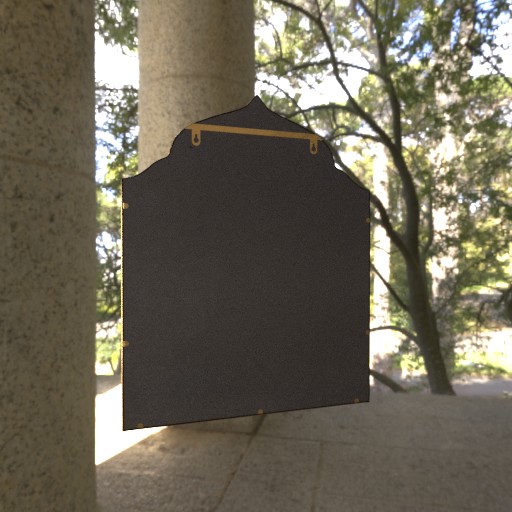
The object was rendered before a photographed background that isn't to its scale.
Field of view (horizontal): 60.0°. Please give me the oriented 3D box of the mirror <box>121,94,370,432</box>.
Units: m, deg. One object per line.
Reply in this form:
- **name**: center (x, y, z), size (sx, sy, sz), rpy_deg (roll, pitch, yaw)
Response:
- **mirror**: center (0.000, 0.000, 0.881), size (0.513, 0.635, 0.018), rpy_deg (0, 1, -18)
